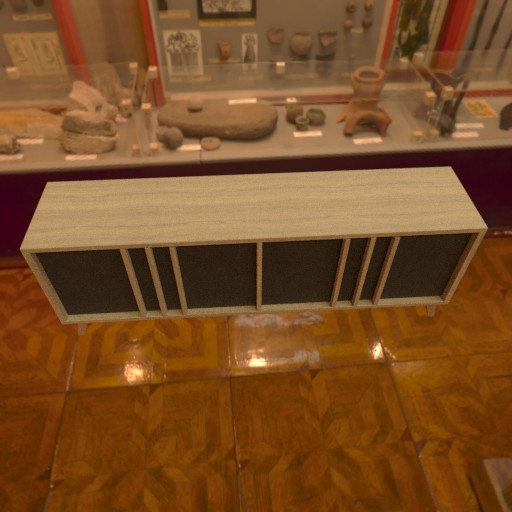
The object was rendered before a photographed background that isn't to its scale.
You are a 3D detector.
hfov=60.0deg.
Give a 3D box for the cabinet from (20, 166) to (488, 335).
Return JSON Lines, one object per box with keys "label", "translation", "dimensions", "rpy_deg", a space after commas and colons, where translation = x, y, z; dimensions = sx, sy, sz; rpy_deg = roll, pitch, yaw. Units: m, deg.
{"label": "cabinet", "translation": [0.000, 0.000, 2.528], "dimensions": [2.198, 0.779, 0.499], "rpy_deg": [-3, 47, -2]}
